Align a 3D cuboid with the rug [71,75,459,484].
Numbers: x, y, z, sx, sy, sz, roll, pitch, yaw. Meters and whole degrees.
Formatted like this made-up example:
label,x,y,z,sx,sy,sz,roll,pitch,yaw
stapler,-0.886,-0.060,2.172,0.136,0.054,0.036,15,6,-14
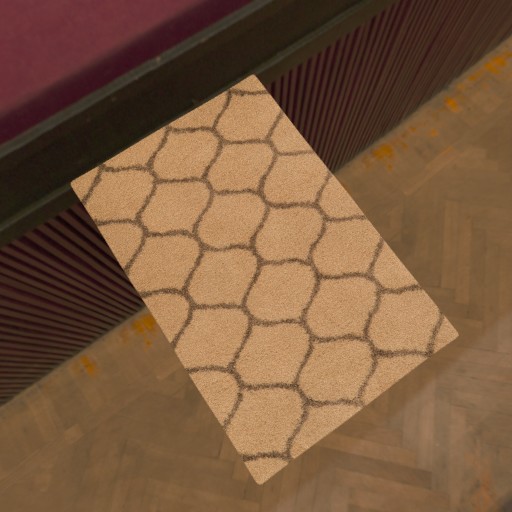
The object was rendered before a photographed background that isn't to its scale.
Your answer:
label,x,y,z,sx,sy,sz,roll,pitch,yaw
rug,0.000,0.000,3.426,1.801,0.026,2.701,-34,78,-8
